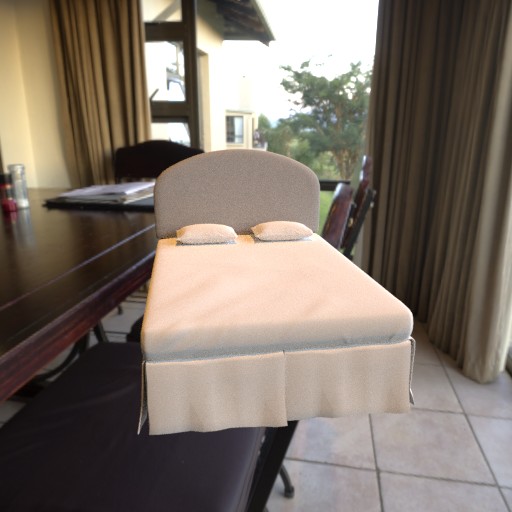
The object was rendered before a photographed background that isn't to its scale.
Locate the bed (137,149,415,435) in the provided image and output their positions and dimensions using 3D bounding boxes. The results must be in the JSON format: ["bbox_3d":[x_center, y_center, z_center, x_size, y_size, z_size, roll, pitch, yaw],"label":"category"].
[{"bbox_3d":[0.000,0.000,3.213,1.607,1.410,2.005,-3,17,-9],"label":"bed"}]
